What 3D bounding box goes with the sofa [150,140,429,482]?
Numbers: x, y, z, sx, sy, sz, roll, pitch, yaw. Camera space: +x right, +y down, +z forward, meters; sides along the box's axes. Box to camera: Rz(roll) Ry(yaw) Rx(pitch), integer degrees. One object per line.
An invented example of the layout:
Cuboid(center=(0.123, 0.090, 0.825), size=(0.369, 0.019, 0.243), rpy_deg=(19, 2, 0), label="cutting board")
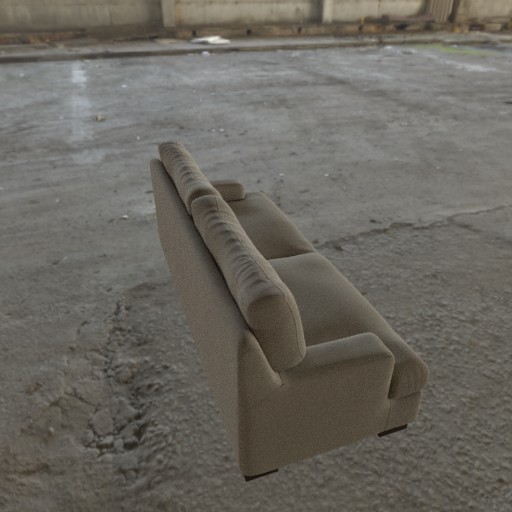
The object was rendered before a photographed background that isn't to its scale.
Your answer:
Cuboid(center=(0.000, 0.000, 2.839), size=(0.962, 0.980, 2.354), rpy_deg=(-10, 32, -17), label="sofa")
